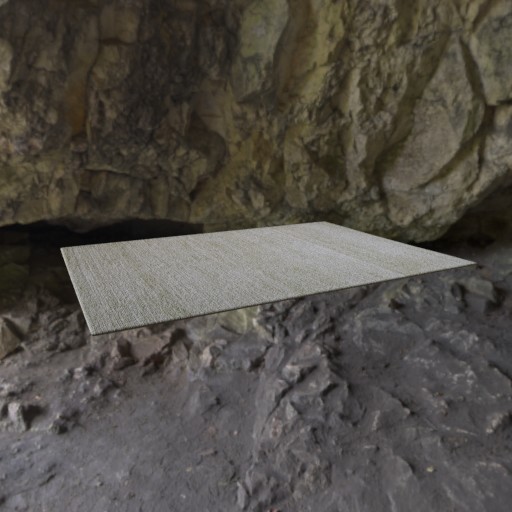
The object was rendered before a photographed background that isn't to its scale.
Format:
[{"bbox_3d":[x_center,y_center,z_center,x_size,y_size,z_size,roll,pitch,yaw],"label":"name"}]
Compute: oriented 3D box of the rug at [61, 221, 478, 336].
[{"bbox_3d":[0.000,0.000,2.928,2.270,0.017,1.606,-7,17,-26],"label":"rug"}]
